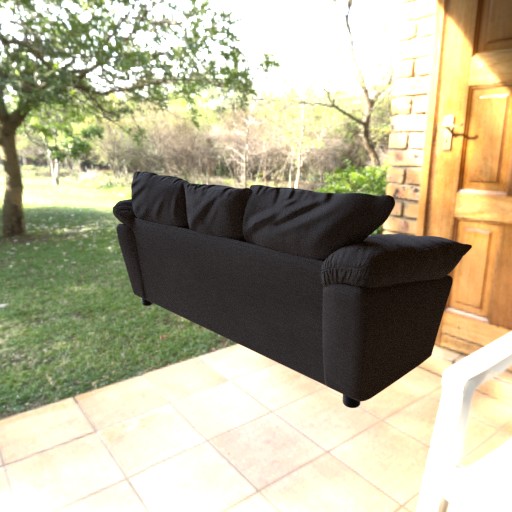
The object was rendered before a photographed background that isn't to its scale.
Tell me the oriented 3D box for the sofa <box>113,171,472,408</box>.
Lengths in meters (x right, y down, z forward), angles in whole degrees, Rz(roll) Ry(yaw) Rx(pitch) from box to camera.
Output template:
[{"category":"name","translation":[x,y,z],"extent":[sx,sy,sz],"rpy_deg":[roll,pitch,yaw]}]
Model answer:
[{"category":"sofa","translation":[0.000,0.000,2.914],"extent":[0.927,1.043,2.390],"rpy_deg":[-13,19,-42]}]
